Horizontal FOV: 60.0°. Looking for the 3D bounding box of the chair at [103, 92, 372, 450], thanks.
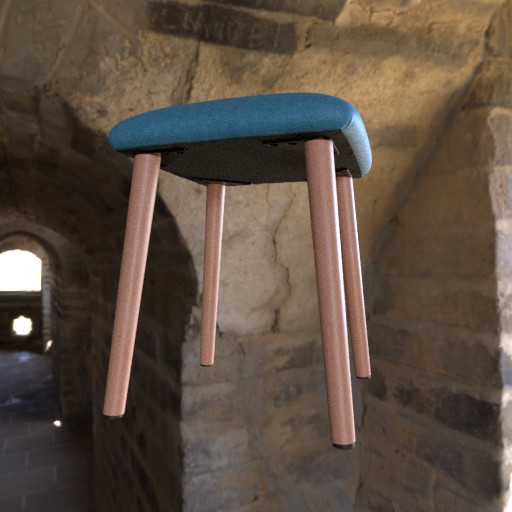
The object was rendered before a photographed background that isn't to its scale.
[{"bbox_3d":[0.000,0.000,0.724,0.360,0.450,0.360,0,-1,18],"label":"chair"}]
